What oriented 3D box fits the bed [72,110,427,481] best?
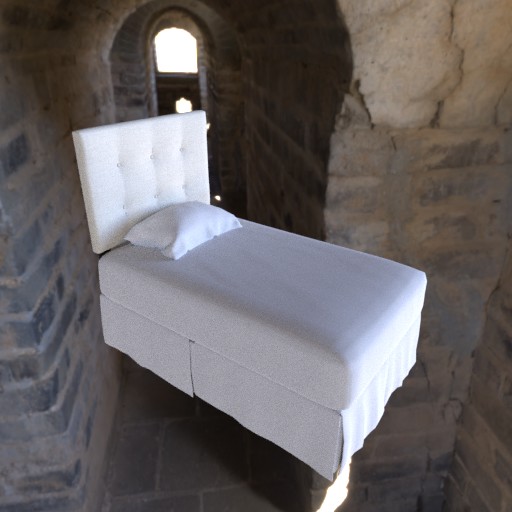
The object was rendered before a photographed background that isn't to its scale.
[{"bbox_3d":[0.000,0.000,2.915,1.997,1.571,1.261,18,31,32],"label":"bed"}]
